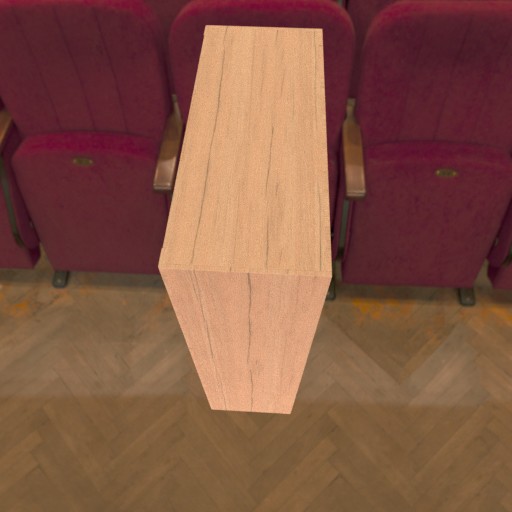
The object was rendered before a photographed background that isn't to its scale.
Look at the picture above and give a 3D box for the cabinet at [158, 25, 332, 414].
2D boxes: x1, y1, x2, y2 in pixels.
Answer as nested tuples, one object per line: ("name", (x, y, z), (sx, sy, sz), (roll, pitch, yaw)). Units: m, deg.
("cabinet", (0.000, 0.000, 2.716), (0.580, 2.070, 1.400), (3, 59, 2))
